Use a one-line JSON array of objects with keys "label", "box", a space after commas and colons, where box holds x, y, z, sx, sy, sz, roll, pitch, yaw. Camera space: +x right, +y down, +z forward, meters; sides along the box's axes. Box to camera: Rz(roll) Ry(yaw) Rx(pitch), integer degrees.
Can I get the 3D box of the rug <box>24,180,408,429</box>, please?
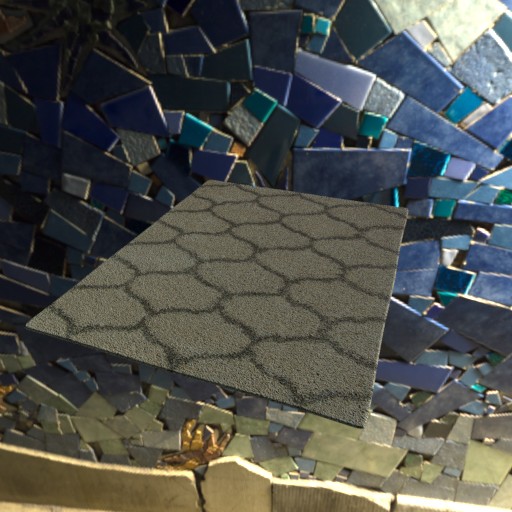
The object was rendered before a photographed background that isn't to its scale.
[{"label": "rug", "box": [0.000, 0.000, 3.961, 2.399, 0.026, 3.000, 11, 33, 18]}]
